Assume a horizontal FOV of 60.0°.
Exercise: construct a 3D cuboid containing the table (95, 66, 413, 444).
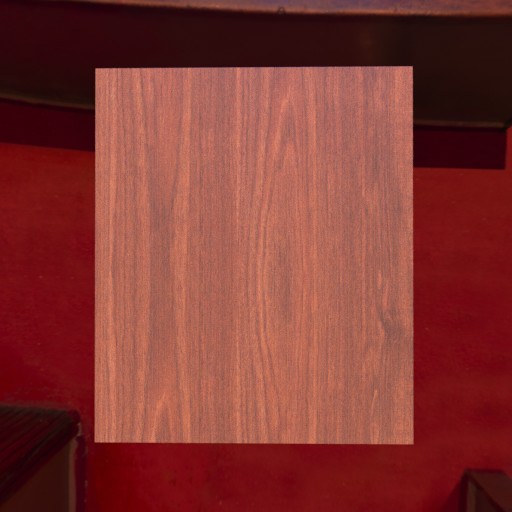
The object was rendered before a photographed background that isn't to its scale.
[{"bbox_3d":[0.000,0.000,1.096,0.559,0.635,0.660,0,90,1],"label":"table"}]
